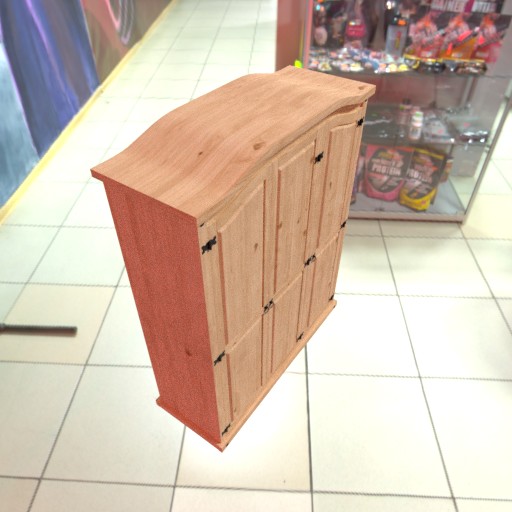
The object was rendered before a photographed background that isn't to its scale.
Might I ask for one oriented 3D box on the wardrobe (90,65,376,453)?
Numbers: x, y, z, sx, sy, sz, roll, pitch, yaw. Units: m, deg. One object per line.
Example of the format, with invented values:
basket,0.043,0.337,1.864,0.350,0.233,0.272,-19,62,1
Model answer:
wardrobe,0.000,0.000,2.684,0.570,1.870,1.500,25,47,26
